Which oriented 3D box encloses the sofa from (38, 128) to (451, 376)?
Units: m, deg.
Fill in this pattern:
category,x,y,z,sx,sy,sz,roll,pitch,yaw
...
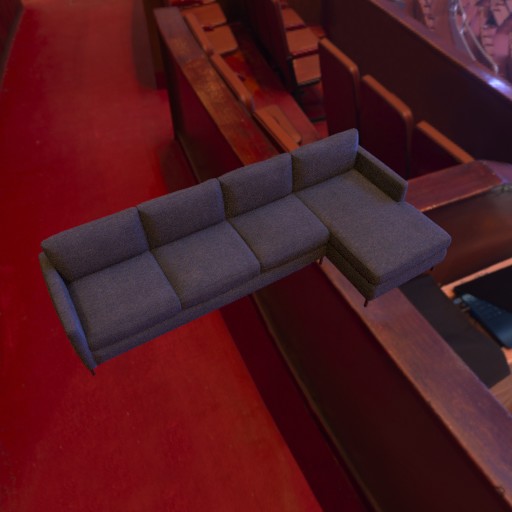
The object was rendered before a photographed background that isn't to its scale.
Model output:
category,x,y,z,sx,sy,sz,roll,pitch,yaw
sofa,0.000,0.000,3.447,2.932,0.810,1.350,-24,52,-20
